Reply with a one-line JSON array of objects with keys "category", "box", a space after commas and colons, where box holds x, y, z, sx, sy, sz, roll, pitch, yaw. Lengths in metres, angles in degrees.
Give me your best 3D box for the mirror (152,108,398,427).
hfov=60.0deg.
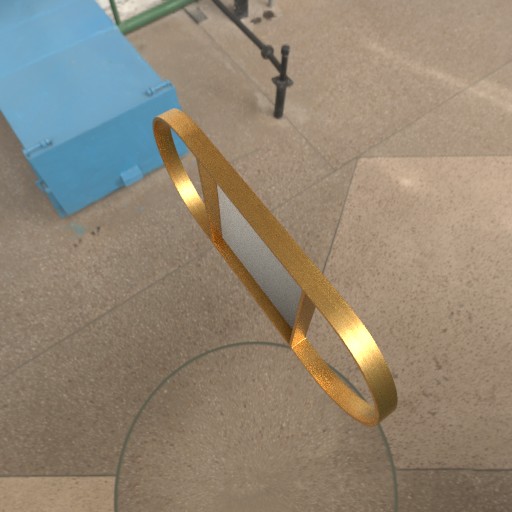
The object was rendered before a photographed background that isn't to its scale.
[{"category": "mirror", "box": [0.000, 0.000, 0.688, 0.032, 0.254, 0.584, -32, 68, -15]}]
